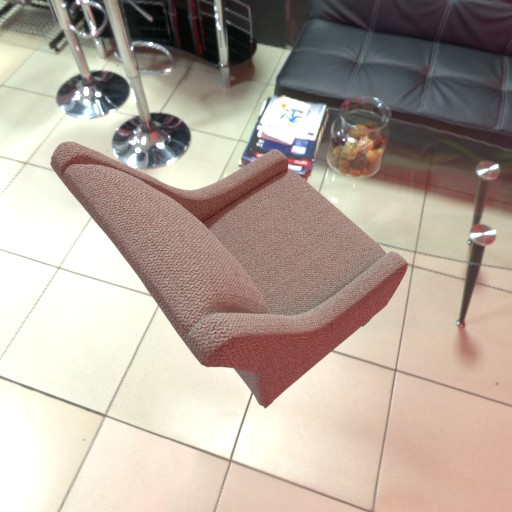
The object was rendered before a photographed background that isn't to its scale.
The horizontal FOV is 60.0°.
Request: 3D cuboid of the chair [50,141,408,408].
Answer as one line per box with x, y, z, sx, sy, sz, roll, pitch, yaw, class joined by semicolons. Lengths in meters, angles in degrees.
0.000;0.000;1.603;0.870;1.014;0.774;-34;64;-19;chair
